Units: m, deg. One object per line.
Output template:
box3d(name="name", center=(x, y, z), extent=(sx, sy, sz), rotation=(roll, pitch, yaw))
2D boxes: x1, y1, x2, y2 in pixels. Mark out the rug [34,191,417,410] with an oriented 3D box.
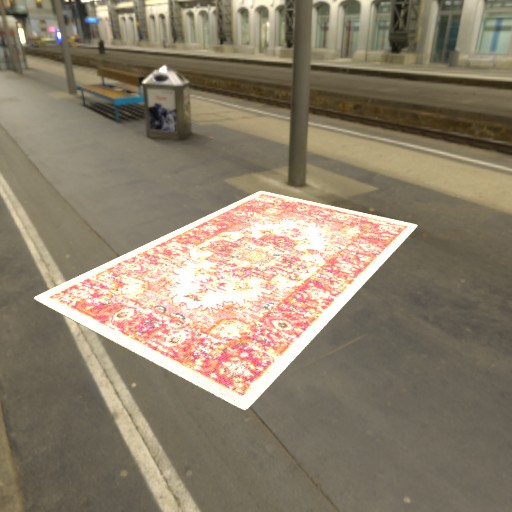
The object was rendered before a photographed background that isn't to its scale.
box3d(name="rug", center=(0.000, 0.000, 1.120), extent=(0.556, 0.004, 0.868), rotation=(17, 31, 30))
